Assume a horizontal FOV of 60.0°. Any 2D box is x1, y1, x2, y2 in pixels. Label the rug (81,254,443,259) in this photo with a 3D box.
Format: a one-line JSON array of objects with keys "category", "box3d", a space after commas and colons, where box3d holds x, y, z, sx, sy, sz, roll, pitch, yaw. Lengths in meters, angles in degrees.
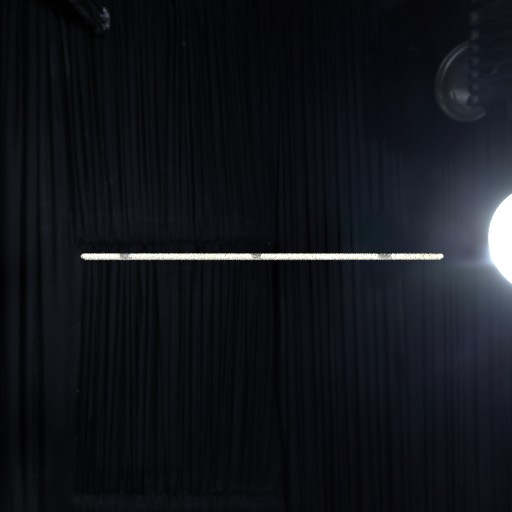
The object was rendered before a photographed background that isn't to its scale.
[{"category": "rug", "box3d": [0.000, 0.000, 2.986, 1.501, 0.024, 2.348, 0, 0, -2]}]
